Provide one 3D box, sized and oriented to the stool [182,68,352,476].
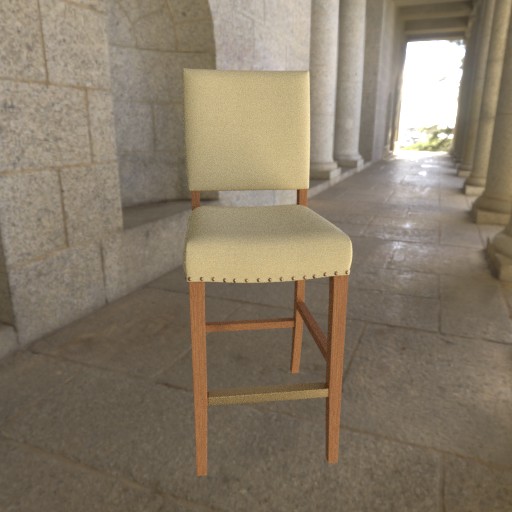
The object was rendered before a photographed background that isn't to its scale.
[{"bbox_3d":[0.000,0.000,1.427,0.445,1.168,0.584,-2,17,-7],"label":"stool"}]
